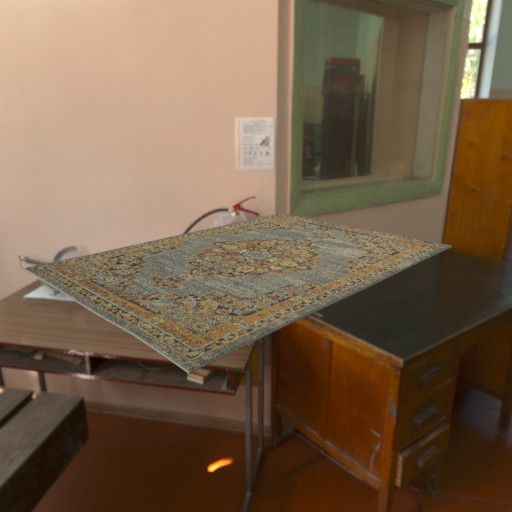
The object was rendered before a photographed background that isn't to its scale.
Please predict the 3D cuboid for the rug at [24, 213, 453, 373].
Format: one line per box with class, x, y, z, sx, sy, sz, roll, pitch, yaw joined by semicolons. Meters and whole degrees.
rug;0.000;0.000;3.830;2.158;0.024;3.063;16;23;42
